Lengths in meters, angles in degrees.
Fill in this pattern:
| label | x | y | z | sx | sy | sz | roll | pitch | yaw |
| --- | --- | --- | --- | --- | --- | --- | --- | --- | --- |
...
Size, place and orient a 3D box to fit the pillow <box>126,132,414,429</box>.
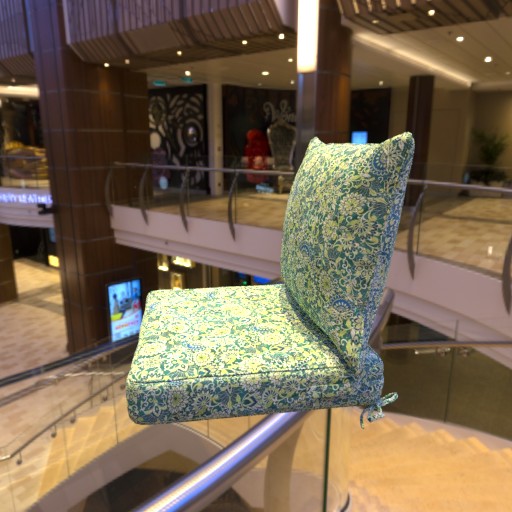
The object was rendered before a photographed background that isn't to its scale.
| label | x | y | z | sx | sy | sz | roll | pitch | yaw |
| --- | --- | --- | --- | --- | --- | --- | --- | --- | --- |
| pillow | 0.000 | 0.000 | 1.362 | 0.740 | 0.722 | 0.798 | -2 | 15 | -9 |
